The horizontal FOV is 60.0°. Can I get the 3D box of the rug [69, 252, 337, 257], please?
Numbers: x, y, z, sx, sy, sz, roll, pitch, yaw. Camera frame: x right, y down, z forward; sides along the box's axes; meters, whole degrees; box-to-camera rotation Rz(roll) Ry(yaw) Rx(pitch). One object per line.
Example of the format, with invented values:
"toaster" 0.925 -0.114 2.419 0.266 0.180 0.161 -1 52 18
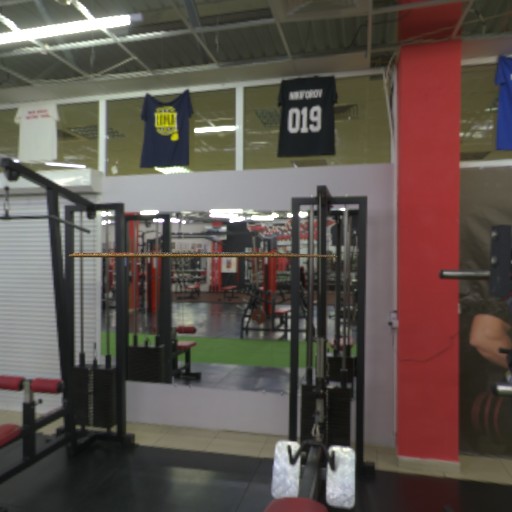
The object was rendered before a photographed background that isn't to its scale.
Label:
"rug" 0.000 0.000 2.018 0.556 0.013 1.820 0 0 16
